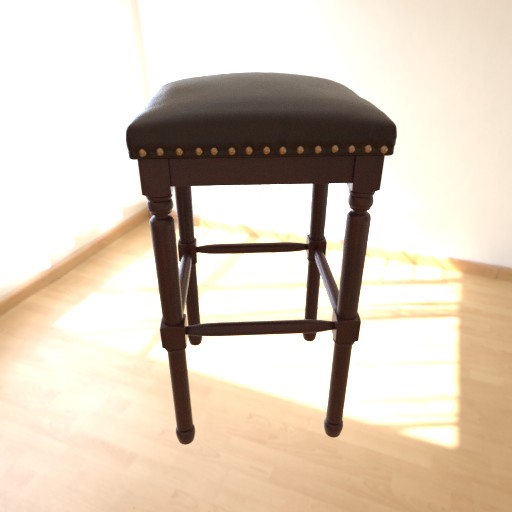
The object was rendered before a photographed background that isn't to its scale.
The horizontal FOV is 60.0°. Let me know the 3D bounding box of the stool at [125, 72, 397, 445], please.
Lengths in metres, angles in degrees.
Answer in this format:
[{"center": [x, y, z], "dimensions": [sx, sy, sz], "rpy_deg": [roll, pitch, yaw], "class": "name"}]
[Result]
[{"center": [0.000, 0.000, 0.919], "dimensions": [0.383, 0.702, 0.382], "rpy_deg": [-2, 29, -3], "class": "stool"}]
